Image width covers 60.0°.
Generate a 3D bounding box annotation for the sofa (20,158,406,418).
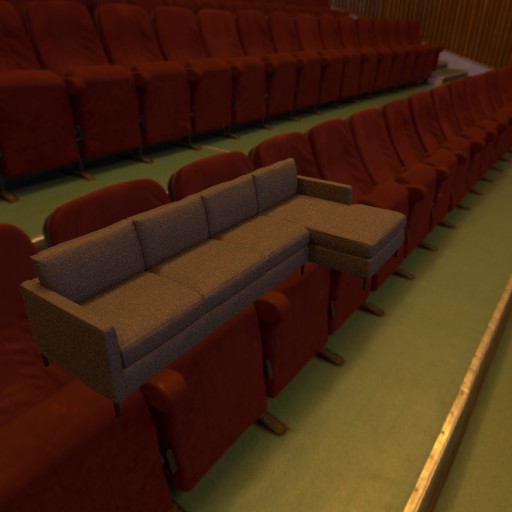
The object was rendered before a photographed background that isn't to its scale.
[{"bbox_3d":[0.000,0.000,3.687,1.483,0.892,3.221,18,32,32],"label":"sofa"}]
